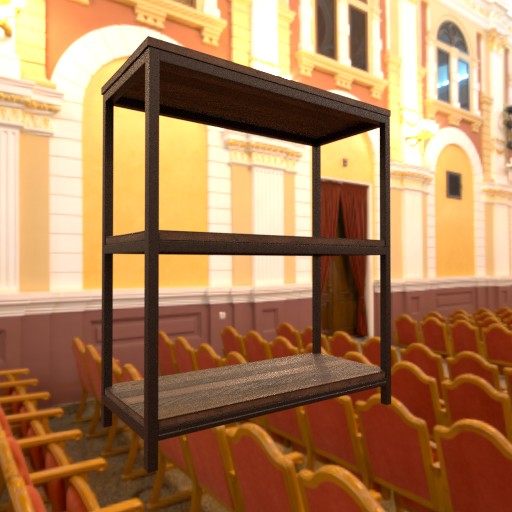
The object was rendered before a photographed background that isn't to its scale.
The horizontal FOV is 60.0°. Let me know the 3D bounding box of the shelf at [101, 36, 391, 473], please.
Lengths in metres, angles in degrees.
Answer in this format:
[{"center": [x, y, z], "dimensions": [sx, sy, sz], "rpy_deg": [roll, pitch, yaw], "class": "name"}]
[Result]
[{"center": [0.000, 0.000, 1.338], "dimensions": [0.822, 0.947, 0.352], "rpy_deg": [1, -1, -35], "class": "shelf"}]
